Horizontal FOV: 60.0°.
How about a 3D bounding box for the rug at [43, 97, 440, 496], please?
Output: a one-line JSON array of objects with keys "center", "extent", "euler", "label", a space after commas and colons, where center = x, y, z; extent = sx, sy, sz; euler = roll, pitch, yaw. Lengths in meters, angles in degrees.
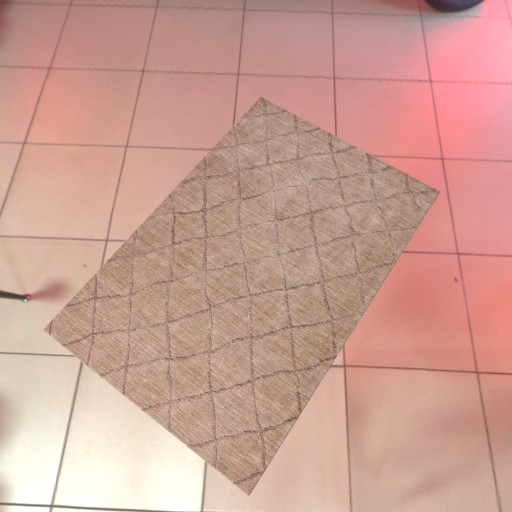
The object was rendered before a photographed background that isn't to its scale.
[{"center": [0.000, 0.000, 2.870], "extent": [1.521, 0.015, 2.280], "euler": [33, 69, 14], "label": "rug"}]
